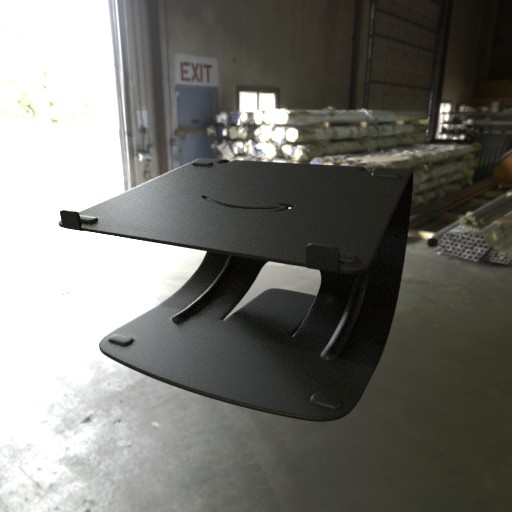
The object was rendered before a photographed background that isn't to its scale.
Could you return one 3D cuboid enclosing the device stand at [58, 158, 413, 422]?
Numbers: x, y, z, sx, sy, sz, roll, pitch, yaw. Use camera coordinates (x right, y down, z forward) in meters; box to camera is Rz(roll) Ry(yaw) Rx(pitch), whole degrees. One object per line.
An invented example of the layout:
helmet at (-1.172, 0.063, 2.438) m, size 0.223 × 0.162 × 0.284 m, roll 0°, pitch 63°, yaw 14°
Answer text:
device stand at (0.000, 0.000, 0.415) m, size 0.256 × 0.155 × 0.236 m, roll 9°, pitch 20°, yaw 26°
